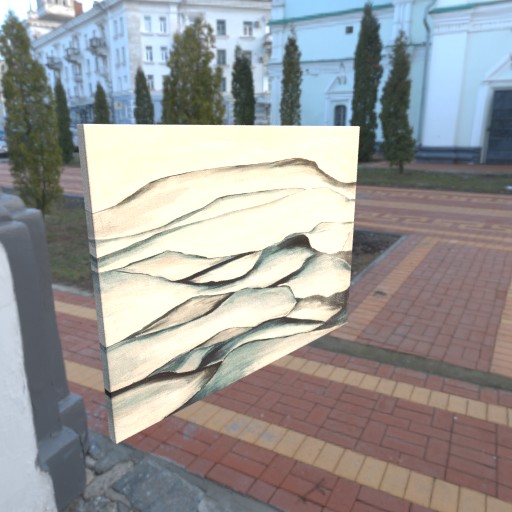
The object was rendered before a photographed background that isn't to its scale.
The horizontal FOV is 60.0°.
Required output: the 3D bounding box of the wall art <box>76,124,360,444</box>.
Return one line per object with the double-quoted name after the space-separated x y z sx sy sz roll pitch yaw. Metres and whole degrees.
0.000 0.000 1.620 1.219 0.915 0.039 -15 22 -43 "wall art"
